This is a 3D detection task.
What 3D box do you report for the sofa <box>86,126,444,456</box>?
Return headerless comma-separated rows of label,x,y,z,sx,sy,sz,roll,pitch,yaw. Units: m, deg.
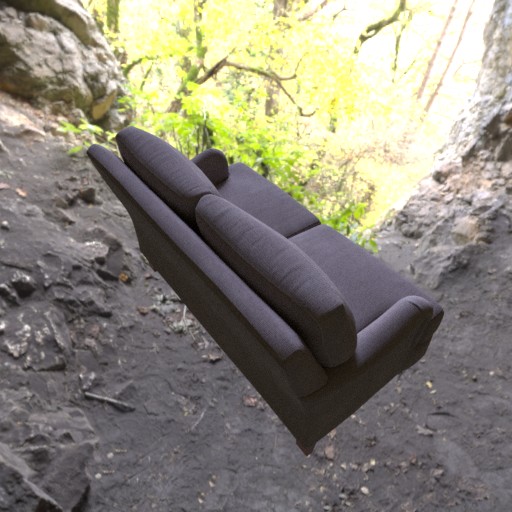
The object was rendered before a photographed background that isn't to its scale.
sofa,0.000,0.000,2.508,1.084,1.101,1.853,-27,49,-26
